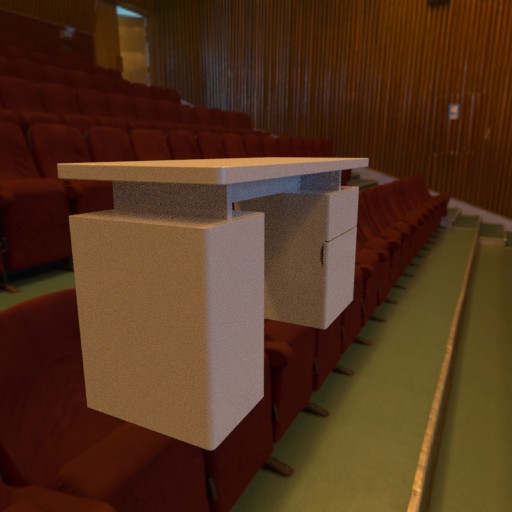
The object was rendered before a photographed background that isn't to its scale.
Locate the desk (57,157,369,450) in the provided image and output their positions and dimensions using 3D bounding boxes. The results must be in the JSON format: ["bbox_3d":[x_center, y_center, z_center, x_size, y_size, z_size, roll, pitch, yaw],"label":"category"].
[{"bbox_3d":[0.000,0.000,1.803,0.550,0.762,1.400,7,15,26],"label":"desk"}]
